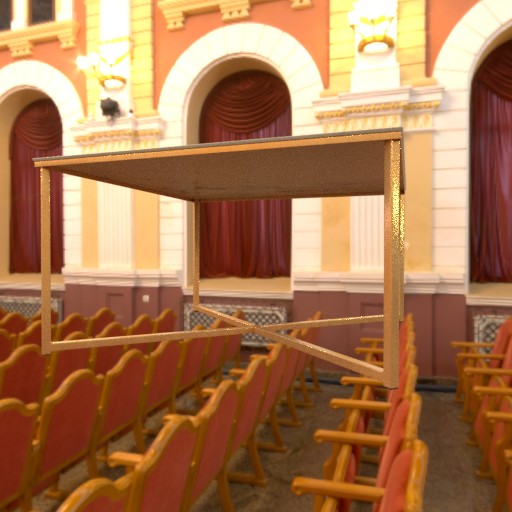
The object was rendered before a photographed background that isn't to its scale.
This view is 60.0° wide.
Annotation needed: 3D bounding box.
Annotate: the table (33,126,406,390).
[{"bbox_3d":[0.000,0.000,1.258,0.800,0.450,0.800,0,1,19],"label":"table"}]
